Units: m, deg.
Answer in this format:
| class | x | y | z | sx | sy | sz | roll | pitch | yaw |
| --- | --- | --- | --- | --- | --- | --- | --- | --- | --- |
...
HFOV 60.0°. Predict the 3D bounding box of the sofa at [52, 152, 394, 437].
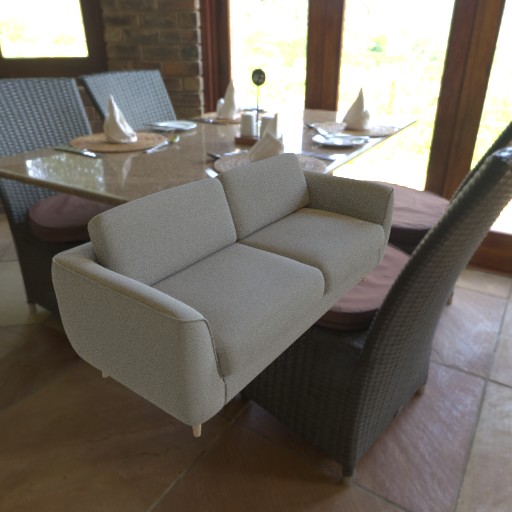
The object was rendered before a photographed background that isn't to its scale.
| class | x | y | z | sx | sy | sz | roll | pitch | yaw |
| --- | --- | --- | --- | --- | --- | --- | --- | --- | --- |
| sofa | 0.000 | 0.000 | 2.482 | 0.920 | 0.850 | 2.000 | 17 | 30 | 32 |
